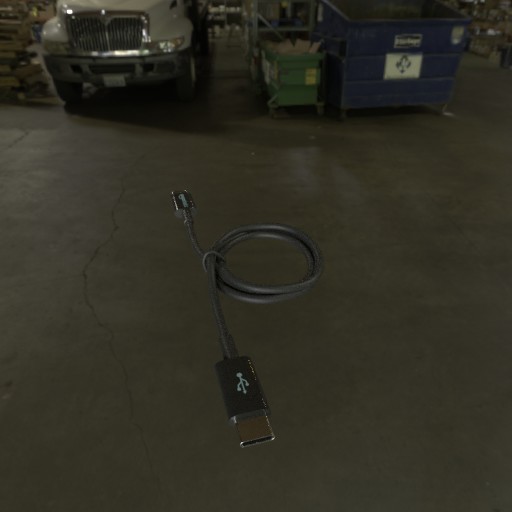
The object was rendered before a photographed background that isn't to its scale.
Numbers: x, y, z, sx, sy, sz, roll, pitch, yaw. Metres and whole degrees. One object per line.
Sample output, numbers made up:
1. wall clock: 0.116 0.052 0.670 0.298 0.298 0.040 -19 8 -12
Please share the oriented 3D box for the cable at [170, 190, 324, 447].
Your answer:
1. cable: 0.000 0.000 0.226 0.070 0.014 0.203 -8 32 -13
